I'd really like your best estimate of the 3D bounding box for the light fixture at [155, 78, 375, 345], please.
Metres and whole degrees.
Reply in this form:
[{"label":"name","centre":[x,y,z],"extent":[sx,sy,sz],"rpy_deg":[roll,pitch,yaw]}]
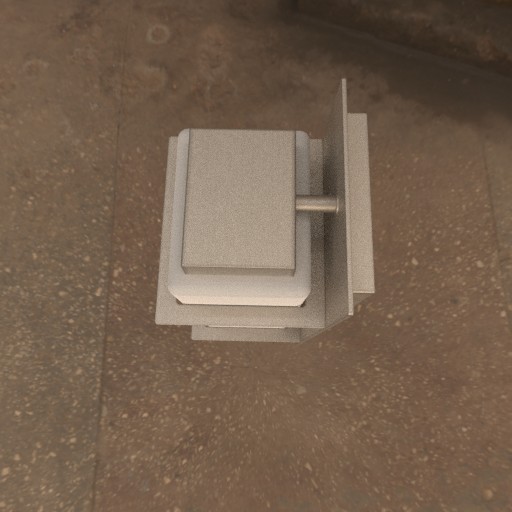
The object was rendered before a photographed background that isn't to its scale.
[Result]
[{"label":"light fixture","centre":[0.000,0.000,0.476],"extent":[0.160,0.380,0.168],"rpy_deg":[1,76,0]}]
